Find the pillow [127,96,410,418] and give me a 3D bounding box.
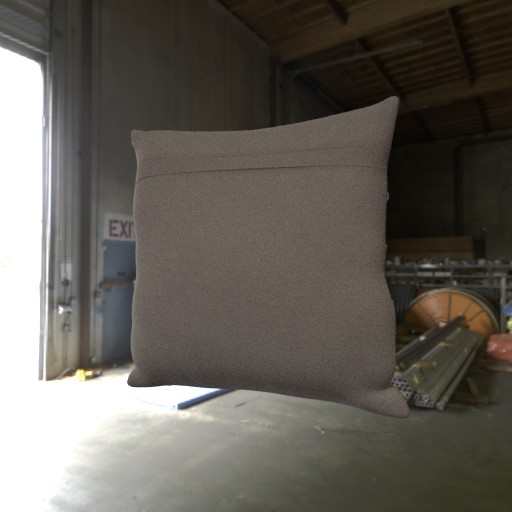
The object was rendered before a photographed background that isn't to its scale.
[{"bbox_3d":[0.000,0.000,0.675,0.439,0.440,0.185,0,-1,18],"label":"pillow"}]
